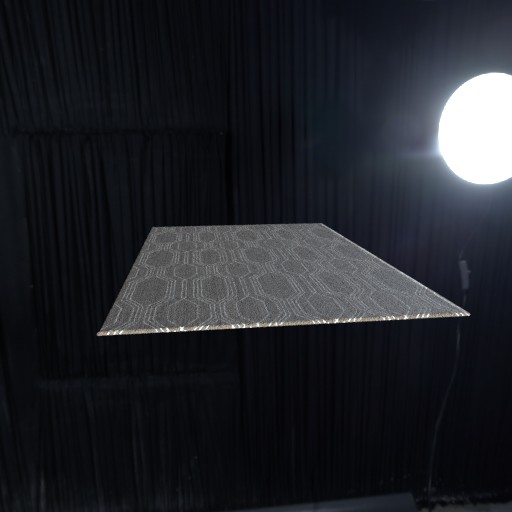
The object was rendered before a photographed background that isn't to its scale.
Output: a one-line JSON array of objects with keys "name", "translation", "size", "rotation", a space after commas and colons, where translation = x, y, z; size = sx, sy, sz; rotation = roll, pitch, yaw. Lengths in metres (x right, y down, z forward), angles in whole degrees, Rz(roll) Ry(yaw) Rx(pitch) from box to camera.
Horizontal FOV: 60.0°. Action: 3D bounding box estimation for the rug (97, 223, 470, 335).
[{"name": "rug", "translation": [0.000, 0.000, 2.320], "size": [1.239, 0.012, 1.836], "rotation": [-2, 14, -8]}]
